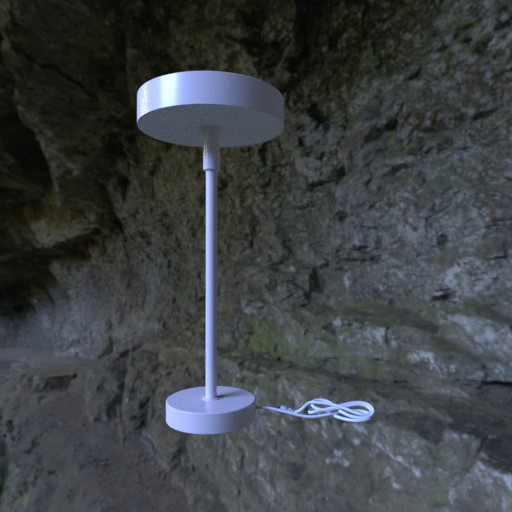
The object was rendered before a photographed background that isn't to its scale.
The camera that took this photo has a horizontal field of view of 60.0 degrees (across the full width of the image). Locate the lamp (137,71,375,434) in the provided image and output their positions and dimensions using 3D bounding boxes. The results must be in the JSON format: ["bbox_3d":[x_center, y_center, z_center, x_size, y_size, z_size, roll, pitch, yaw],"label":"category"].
[{"bbox_3d":[0.000,0.000,0.701,0.369,0.508,0.229,0,-1,0],"label":"lamp"}]
